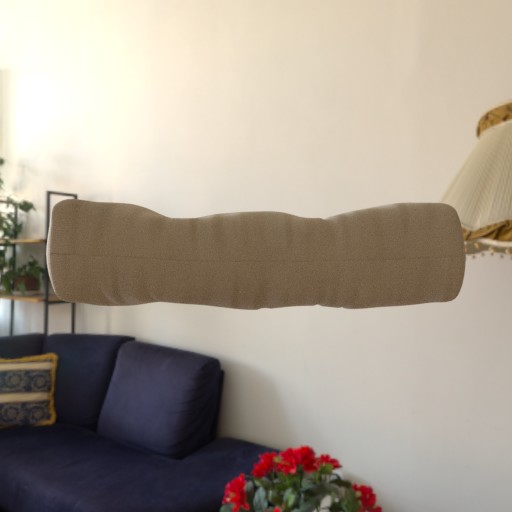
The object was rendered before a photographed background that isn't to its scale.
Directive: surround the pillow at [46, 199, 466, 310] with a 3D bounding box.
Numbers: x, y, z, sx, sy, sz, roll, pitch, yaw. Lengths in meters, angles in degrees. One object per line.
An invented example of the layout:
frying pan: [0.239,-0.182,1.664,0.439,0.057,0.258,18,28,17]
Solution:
pillow: [0.000,0.000,0.706,0.468,0.128,0.490,0,0,0]
